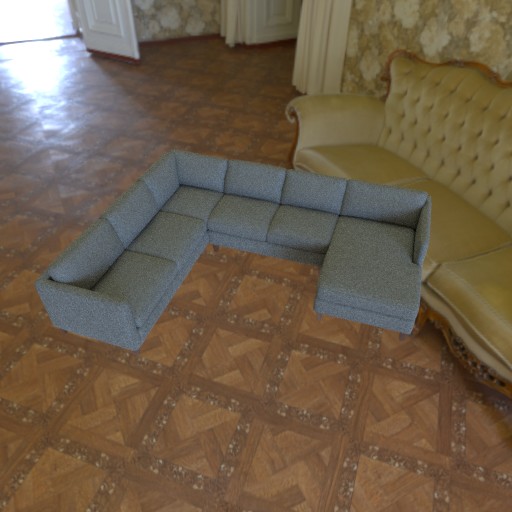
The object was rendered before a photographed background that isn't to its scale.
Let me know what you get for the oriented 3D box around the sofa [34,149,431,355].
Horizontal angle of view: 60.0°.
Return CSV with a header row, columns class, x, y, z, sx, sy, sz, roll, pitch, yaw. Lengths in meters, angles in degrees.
class,x,y,z,sx,sy,sz,roll,pitch,yaw
sofa,0.000,0.000,4.485,3.238,0.853,2.551,12,42,14
